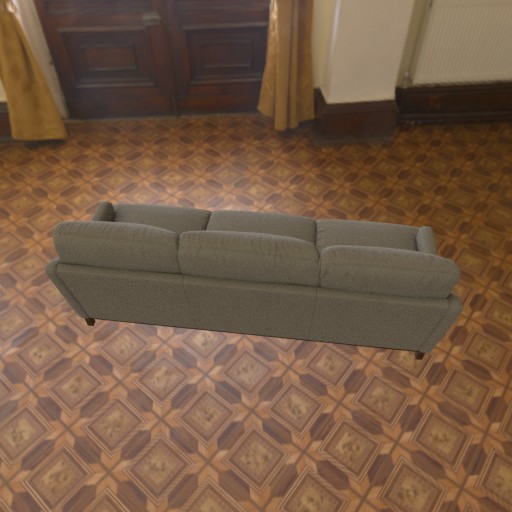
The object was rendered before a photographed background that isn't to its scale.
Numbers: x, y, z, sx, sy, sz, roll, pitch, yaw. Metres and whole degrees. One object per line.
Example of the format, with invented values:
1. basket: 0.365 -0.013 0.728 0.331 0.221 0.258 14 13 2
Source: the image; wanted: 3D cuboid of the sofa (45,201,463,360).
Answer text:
1. sofa: 0.000 0.000 2.927 2.344 0.926 0.987 5 46 5
